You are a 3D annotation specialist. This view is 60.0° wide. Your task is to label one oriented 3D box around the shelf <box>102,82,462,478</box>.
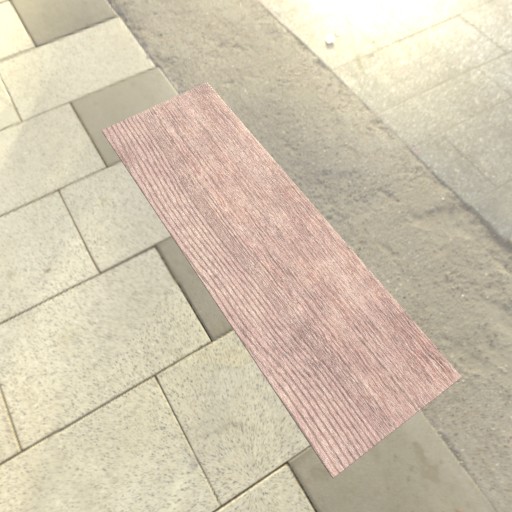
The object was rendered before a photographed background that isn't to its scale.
[{"bbox_3d":[0.000,0.000,0.688,0.200,0.125,0.610,-31,67,-15],"label":"shelf"}]
